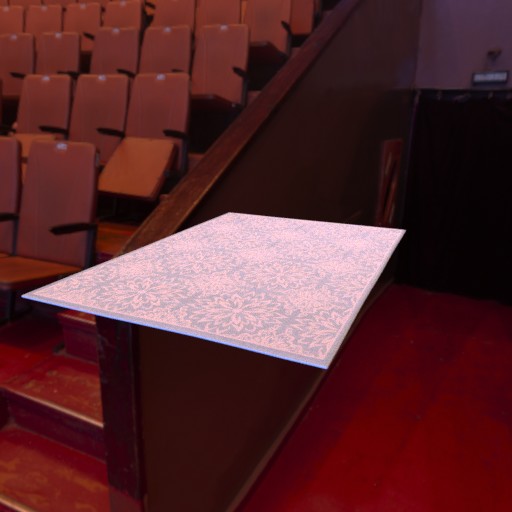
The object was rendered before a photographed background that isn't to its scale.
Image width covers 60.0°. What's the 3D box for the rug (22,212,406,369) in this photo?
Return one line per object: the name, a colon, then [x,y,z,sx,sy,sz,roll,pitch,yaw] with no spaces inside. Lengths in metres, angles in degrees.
rug: [0.000,0.000,2.866,1.589,0.014,2.205,8,19,24]
